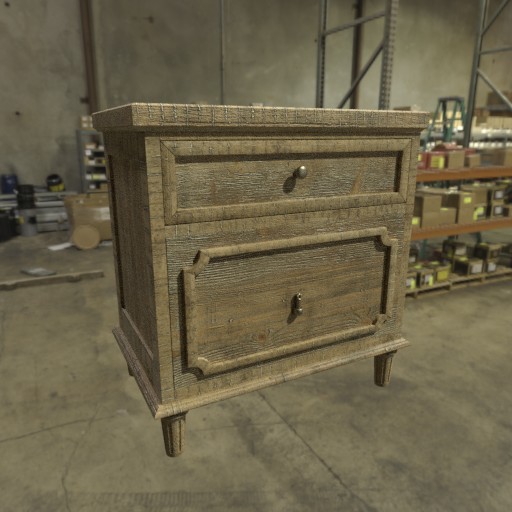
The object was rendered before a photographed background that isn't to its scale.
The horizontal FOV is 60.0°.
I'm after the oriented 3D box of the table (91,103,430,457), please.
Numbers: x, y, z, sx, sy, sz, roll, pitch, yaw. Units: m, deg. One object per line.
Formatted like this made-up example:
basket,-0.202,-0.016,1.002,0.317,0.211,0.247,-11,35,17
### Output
table,0.000,0.000,1.153,0.686,0.711,0.457,-8,17,-26
